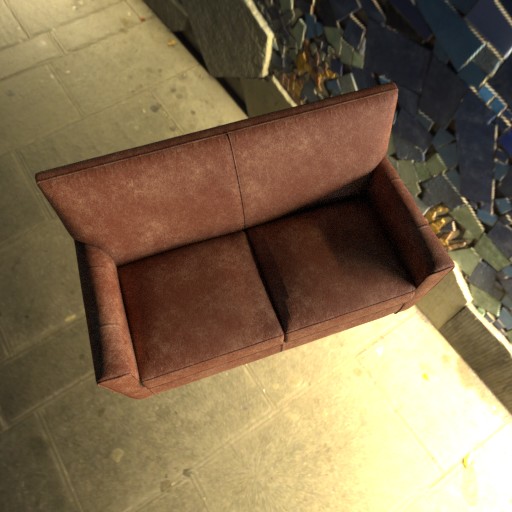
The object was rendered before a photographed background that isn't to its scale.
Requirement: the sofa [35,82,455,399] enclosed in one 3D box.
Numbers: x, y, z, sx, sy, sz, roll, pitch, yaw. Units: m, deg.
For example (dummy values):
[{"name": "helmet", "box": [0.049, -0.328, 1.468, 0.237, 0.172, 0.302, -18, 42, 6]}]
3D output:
[{"name": "sofa", "box": [0.000, 0.000, 1.969, 1.473, 0.871, 0.787, -17, 65, -8]}]
